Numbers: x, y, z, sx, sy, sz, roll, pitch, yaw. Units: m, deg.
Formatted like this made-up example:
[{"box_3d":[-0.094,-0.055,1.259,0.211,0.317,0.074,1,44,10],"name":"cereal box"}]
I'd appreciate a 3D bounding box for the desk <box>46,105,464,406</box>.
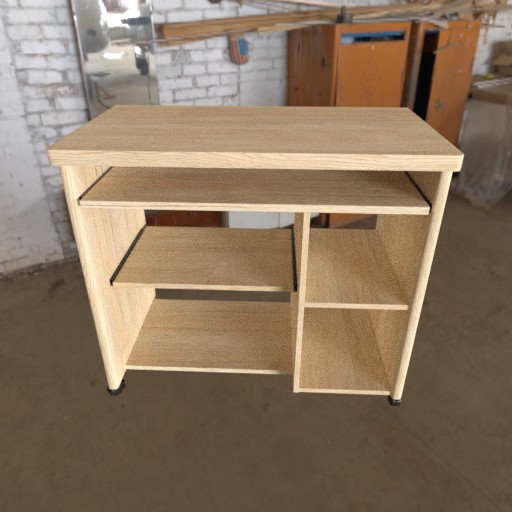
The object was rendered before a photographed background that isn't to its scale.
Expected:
[{"box_3d":[0.000,0.000,1.324,0.885,0.770,0.480,1,30,2],"name":"desk"}]
